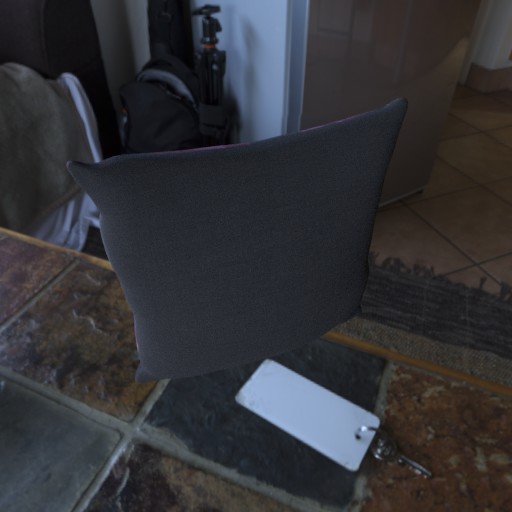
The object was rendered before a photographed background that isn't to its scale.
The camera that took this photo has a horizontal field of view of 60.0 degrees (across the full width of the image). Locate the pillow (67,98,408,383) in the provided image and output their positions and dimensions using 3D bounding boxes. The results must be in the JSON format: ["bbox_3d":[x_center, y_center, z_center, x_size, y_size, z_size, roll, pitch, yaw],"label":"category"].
[{"bbox_3d":[0.000,0.000,0.768,0.503,0.496,0.208,-14,44,-15],"label":"pillow"}]
